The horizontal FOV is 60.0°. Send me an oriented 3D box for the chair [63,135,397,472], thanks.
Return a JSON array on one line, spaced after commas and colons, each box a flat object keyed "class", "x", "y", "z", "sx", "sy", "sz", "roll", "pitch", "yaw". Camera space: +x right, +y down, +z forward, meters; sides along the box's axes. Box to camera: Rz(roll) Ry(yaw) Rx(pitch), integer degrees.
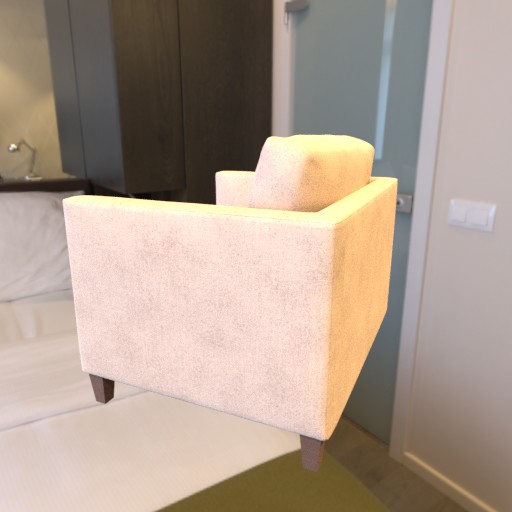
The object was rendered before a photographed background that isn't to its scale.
[{"class": "chair", "x": 0.000, "y": 0.000, "z": 1.811, "sx": 0.959, "sy": 0.961, "sz": 1.133, "roll": 7, "pitch": 17, "yaw": 24}]
